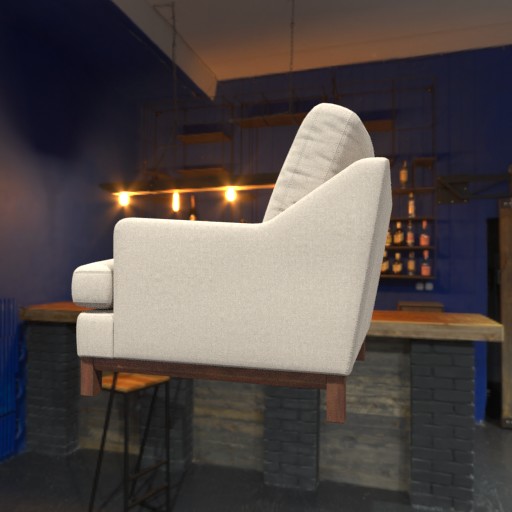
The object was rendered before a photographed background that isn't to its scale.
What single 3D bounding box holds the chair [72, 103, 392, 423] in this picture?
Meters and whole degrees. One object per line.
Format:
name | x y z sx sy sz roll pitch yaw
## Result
chair | 0.000 0.000 1.713 1.001 0.916 0.912 0 -1 18
